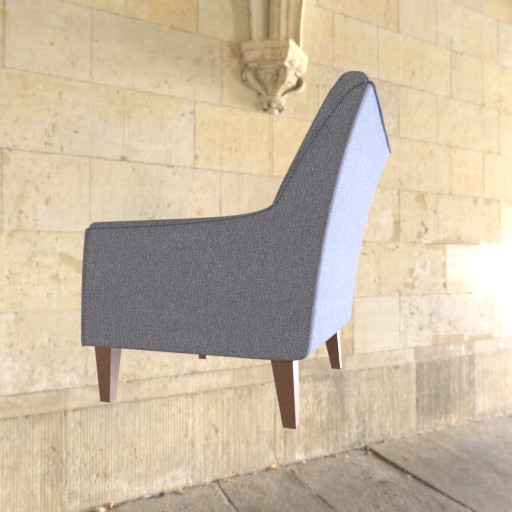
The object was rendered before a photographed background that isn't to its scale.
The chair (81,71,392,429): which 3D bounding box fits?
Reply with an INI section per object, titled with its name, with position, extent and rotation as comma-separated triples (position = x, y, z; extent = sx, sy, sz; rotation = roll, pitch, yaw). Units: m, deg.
[chair]
position = 0.000, 0.000, 1.593
extent = 0.899, 0.919, 0.780
rotation = 0, -1, 20
